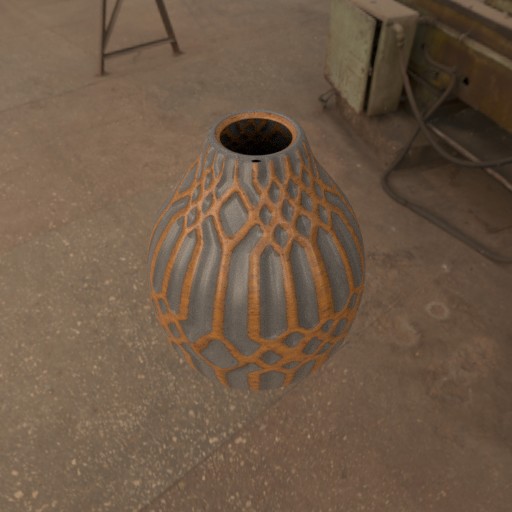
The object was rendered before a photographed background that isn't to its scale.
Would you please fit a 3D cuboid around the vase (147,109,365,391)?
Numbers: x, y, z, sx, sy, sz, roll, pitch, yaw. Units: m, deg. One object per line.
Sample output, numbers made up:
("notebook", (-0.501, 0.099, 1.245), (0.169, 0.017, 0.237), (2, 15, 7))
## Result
("vase", (0.000, 0.000, 0.139), (0.069, 0.088, 0.069), (0, 46, 0))
